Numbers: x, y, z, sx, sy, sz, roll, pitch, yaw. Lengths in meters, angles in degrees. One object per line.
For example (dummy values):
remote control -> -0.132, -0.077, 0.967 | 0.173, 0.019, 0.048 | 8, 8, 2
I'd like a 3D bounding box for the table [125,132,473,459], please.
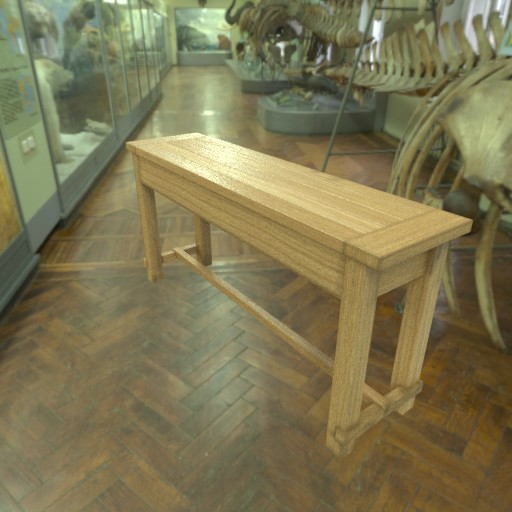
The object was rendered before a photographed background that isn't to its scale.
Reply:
table -> 0.000, 0.000, 1.924 | 0.442, 0.762, 1.599 | -18, 32, -32
